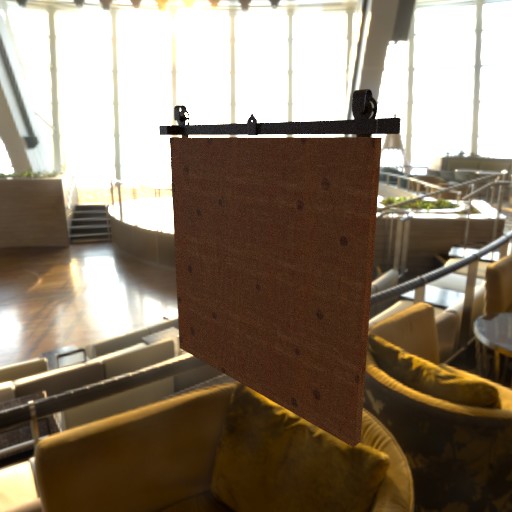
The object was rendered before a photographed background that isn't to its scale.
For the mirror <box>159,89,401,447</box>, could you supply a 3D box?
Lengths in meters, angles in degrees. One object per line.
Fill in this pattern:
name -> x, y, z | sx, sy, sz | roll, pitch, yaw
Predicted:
mirror -> 0.000, 0.000, 1.191 | 0.054, 0.800, 0.805 | -14, 21, -42
